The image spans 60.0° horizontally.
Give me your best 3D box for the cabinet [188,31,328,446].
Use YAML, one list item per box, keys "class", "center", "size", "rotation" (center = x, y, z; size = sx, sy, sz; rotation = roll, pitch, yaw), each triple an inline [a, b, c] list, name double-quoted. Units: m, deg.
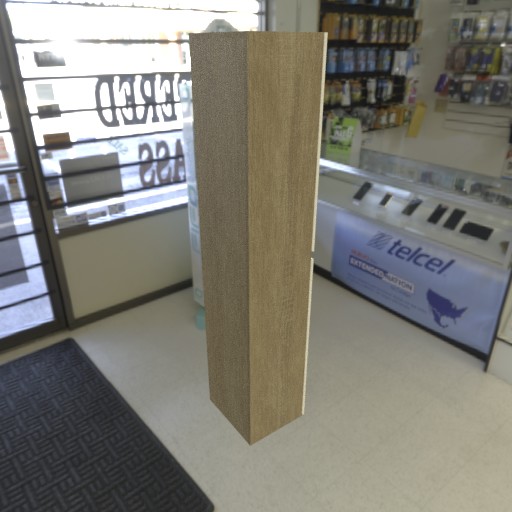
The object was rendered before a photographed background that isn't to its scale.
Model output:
- class: "cabinet"
  center: [0.000, 0.000, 1.556]
  size: [0.270, 1.400, 0.300]
  rotation: [-17, 31, -32]
